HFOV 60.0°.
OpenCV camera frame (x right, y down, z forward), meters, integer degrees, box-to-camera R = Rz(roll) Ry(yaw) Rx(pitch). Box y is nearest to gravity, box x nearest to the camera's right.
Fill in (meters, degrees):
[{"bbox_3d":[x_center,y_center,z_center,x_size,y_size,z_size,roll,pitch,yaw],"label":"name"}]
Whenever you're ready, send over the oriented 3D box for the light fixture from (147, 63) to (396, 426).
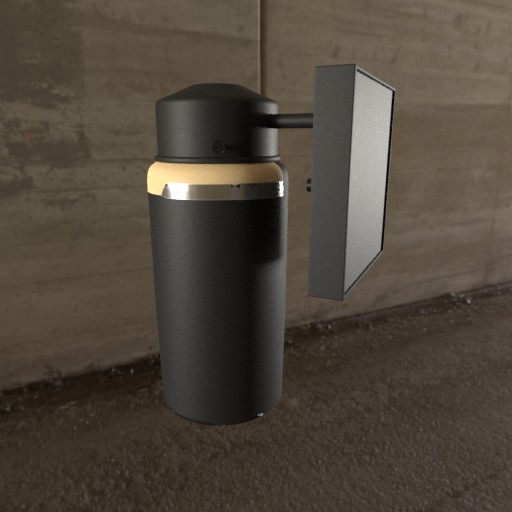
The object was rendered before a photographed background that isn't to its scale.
[{"bbox_3d":[0.000,0.000,0.353,0.176,0.257,0.130,7,16,25],"label":"light fixture"}]
